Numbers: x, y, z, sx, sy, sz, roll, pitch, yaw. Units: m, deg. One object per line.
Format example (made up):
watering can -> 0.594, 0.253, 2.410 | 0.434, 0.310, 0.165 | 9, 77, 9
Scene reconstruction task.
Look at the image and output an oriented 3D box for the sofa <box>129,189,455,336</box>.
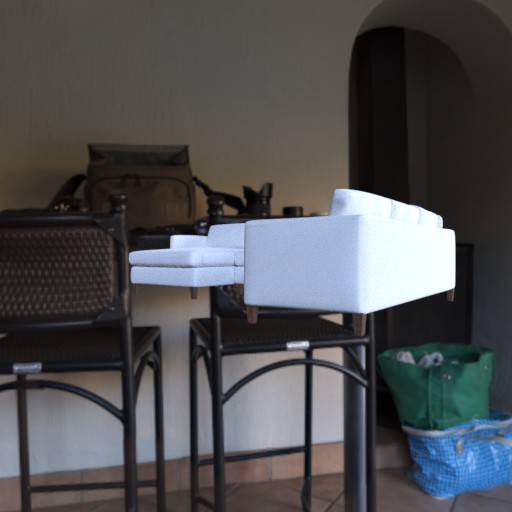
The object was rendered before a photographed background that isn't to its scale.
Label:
sofa -> 0.000, 0.000, 4.711 | 3.459, 0.956, 2.593 | 0, 0, 36
